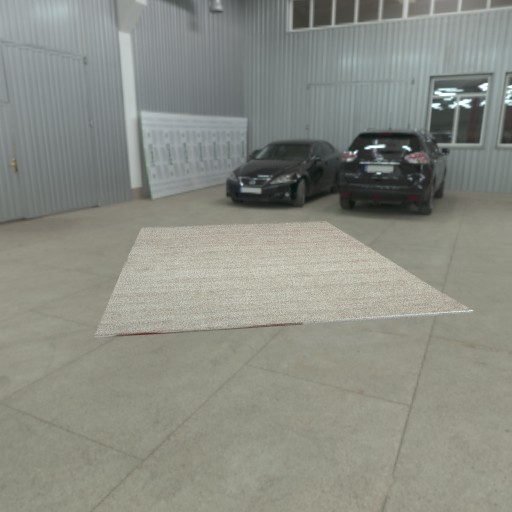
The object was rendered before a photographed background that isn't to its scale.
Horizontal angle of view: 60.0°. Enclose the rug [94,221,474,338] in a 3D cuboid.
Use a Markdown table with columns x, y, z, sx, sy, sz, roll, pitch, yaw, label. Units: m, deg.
| x | y | z | sx | sy | sz | roll | pitch | yaw | label |
| --- | --- | --- | --- | --- | --- | --- | --- | --- | --- |
| 0.000 | 0.000 | 4.281 | 2.434 | 0.045 | 3.202 | -2 | 16 | -9 | rug |
